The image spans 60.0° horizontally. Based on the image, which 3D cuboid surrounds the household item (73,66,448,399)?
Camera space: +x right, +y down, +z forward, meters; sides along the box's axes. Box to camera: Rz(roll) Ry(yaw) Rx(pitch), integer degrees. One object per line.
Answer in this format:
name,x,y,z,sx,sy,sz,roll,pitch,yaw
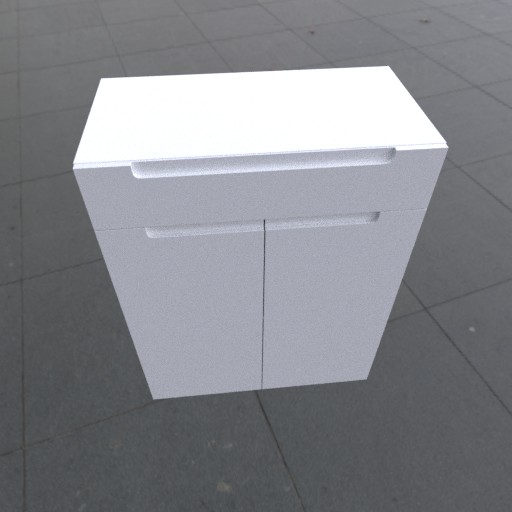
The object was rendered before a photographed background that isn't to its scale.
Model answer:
household item,0.000,0.000,1.426,0.790,1.010,0.420,-4,46,-4
